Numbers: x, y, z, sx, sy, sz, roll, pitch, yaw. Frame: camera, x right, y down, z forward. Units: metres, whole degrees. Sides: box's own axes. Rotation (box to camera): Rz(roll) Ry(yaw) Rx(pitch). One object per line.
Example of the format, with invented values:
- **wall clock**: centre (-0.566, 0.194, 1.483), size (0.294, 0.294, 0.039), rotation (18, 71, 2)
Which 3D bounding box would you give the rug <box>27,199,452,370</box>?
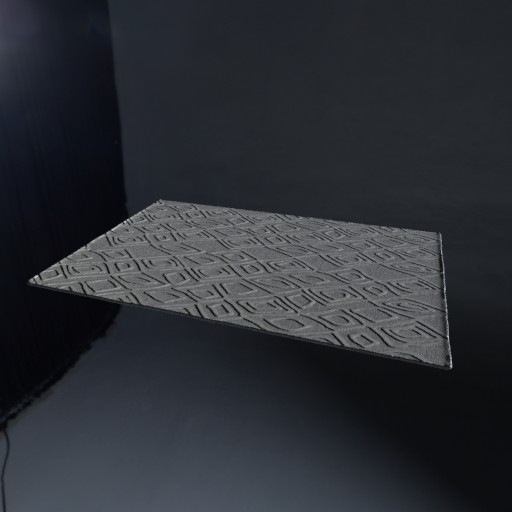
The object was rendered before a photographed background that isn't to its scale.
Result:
- **rug**: centre (0.000, 0.000, 2.294), size (1.832, 0.016, 1.224), rotation (9, 28, 17)
